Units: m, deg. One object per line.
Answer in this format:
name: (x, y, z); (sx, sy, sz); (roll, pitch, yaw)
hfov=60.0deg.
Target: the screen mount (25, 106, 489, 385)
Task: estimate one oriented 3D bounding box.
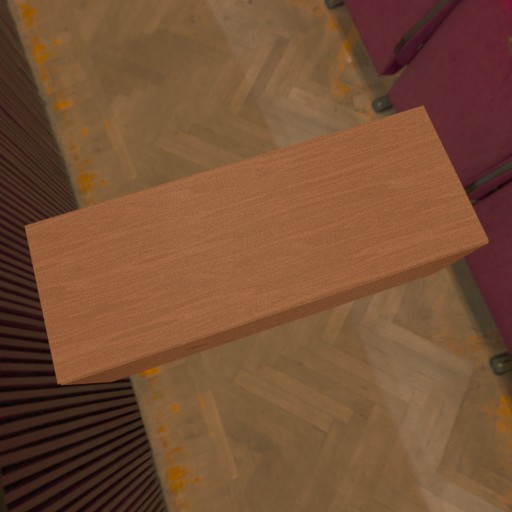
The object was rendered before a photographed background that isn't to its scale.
screen mount: (0.000, 0.000, 1.309); (1.084, 0.432, 0.406); (-18, 76, -5)
